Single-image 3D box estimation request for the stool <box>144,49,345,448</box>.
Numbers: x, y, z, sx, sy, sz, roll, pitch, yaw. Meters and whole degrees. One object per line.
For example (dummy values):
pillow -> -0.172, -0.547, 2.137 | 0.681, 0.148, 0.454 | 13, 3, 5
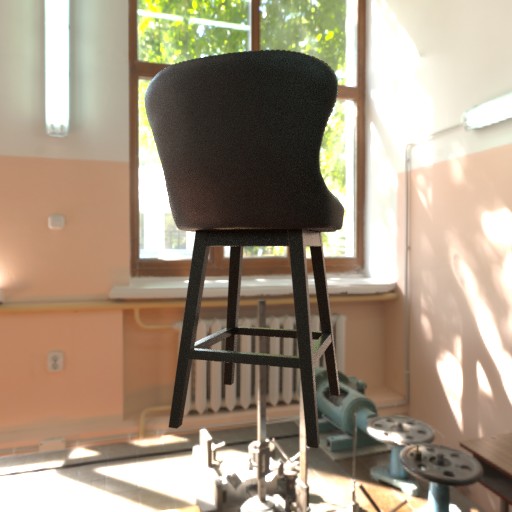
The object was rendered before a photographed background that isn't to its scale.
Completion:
stool -> 0.000, 0.000, 1.325 | 0.528, 0.971, 0.593 | 0, 1, 18
